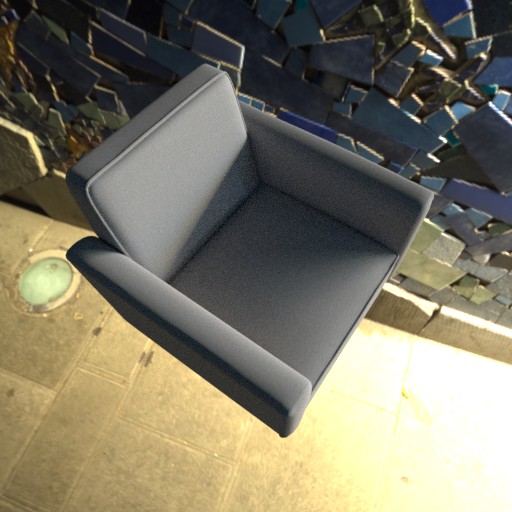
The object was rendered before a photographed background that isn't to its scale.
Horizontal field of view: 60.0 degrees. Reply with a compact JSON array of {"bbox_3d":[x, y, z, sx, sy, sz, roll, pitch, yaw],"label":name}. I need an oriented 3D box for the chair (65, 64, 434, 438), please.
[{"bbox_3d":[0.000,0.000,1.386,0.750,0.780,0.780,31,63,18],"label":"chair"}]
